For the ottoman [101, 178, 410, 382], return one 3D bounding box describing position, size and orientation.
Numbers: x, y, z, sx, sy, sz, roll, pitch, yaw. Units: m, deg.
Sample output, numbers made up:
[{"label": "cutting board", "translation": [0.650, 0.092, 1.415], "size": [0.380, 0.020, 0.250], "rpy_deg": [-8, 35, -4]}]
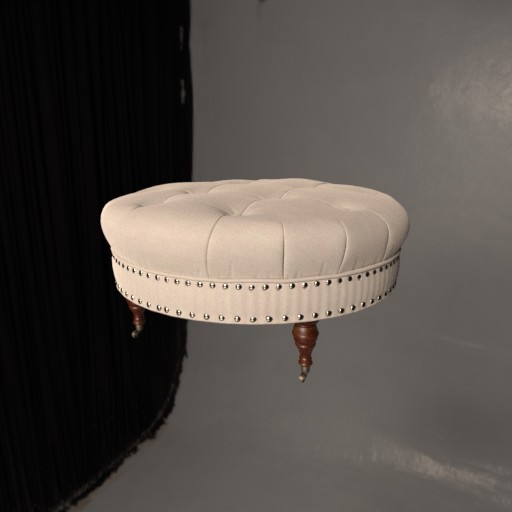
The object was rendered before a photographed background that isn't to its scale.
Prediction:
[{"label": "ottoman", "translation": [0.000, 0.000, 1.383], "size": [0.901, 0.439, 0.901], "rpy_deg": [0, 15, 0]}]
